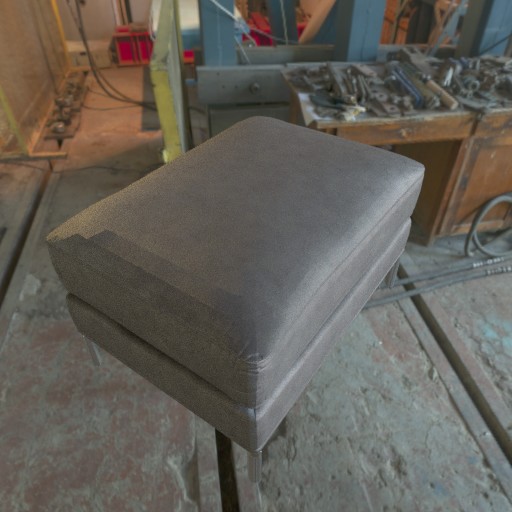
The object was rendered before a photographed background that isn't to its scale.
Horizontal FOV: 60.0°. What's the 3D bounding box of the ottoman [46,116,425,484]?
[{"bbox_3d":[0.000,0.000,1.058,0.520,0.456,0.719,25,46,26],"label":"ottoman"}]
